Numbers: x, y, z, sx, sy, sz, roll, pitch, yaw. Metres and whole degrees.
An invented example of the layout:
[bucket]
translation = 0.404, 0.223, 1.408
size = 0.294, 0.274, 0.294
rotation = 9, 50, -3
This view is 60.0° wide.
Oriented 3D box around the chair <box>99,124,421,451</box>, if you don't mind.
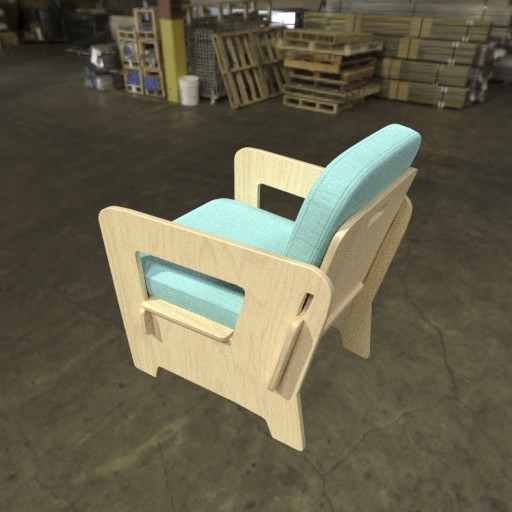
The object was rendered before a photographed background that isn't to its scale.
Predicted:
[chair]
translation = 0.000, 0.000, 1.280
size = 0.710, 0.800, 0.590
rotation = 21, 38, 30
